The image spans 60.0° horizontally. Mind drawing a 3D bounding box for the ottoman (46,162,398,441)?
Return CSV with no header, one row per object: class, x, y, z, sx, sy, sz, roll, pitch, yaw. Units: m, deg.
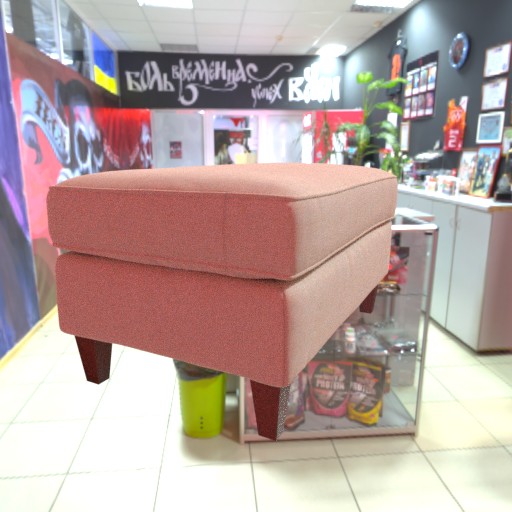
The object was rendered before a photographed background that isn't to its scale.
ottoman,0.000,0.000,1.193,0.583,0.484,0.862,7,15,27
